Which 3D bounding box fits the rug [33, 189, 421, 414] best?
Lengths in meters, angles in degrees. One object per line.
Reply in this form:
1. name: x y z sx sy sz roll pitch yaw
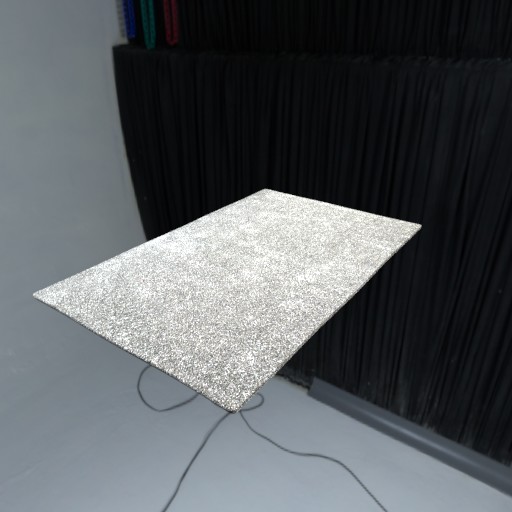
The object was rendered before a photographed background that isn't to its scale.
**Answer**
1. rug: 0.000 0.000 3.016 1.502 0.025 2.350 18 32 32
